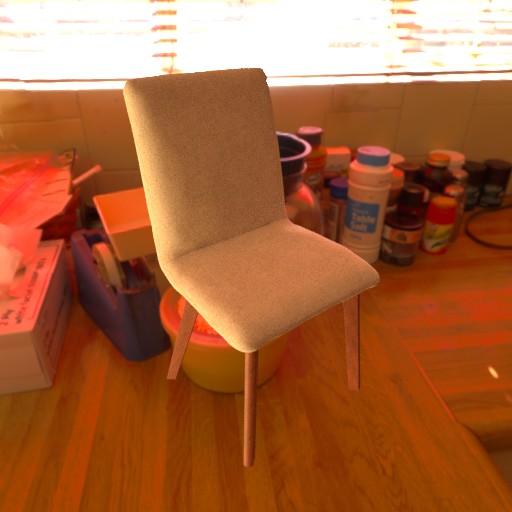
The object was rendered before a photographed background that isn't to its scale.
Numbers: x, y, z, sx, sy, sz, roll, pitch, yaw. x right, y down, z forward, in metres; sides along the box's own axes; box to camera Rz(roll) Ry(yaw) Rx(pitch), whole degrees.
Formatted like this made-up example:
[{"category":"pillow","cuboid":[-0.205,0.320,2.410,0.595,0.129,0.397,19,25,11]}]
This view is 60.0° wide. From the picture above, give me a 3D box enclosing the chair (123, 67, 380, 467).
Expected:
[{"category":"chair","cuboid":[0.000,0.000,1.317,0.522,0.974,0.563,-22,37,-32]}]
